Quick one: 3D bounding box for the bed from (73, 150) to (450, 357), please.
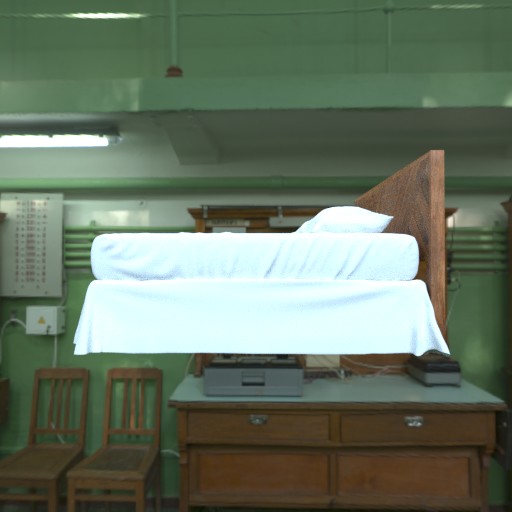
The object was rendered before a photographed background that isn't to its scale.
[{"bbox_3d":[0.000,0.000,3.488,2.165,1.158,2.255,0,-1,0],"label":"bed"}]
